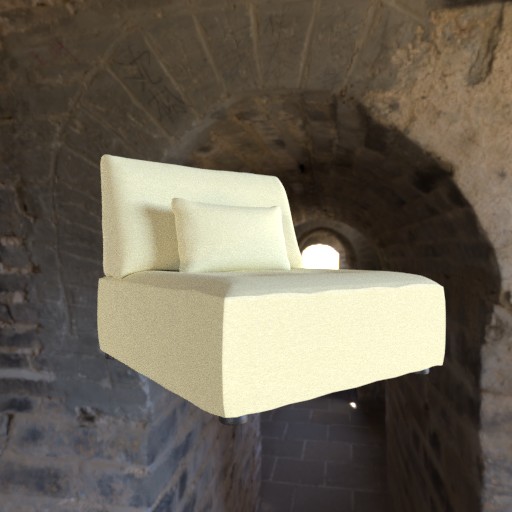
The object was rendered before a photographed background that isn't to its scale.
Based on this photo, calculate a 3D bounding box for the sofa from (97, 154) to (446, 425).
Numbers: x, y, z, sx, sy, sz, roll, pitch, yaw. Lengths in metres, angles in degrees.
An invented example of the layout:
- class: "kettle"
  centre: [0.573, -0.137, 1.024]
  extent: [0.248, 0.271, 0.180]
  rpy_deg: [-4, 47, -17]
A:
- class: "sofa"
  centre: [0.000, 0.000, 1.690]
  extent: [0.930, 0.820, 1.000]
  rpy_deg: [0, 0, -36]
